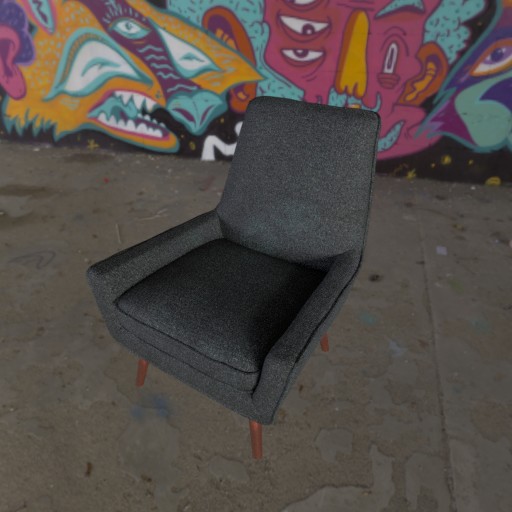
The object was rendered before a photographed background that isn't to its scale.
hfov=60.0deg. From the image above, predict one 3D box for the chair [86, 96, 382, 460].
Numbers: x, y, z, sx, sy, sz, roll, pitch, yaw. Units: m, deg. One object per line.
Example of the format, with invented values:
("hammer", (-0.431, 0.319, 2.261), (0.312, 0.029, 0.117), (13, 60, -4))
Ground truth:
("chair", (0.000, 0.000, 1.518), (0.763, 0.883, 0.859), (19, 37, 28))
